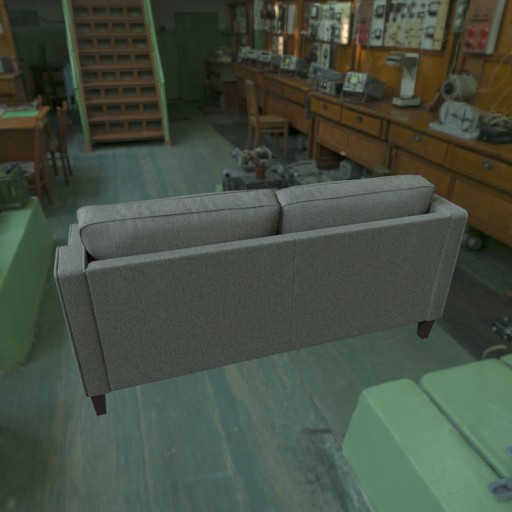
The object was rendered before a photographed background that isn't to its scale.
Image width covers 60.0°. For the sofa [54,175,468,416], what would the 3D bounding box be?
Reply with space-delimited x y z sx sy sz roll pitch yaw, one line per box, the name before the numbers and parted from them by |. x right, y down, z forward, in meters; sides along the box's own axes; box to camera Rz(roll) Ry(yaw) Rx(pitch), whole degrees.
sofa | 0.000 0.000 2.798 2.181 1.074 1.073 -9 29 -17
